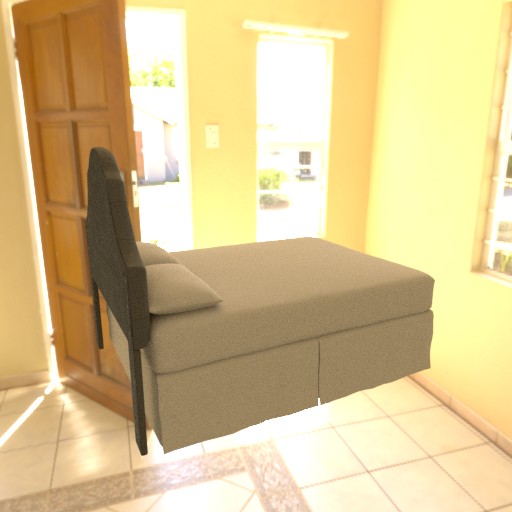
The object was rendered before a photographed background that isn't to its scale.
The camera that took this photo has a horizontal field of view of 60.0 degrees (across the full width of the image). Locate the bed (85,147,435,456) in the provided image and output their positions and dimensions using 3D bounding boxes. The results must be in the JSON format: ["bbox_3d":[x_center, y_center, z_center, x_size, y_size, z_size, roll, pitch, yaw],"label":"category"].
[{"bbox_3d":[0.000,0.000,3.270,2.155,1.575,1.636,-7,16,-27],"label":"bed"}]
